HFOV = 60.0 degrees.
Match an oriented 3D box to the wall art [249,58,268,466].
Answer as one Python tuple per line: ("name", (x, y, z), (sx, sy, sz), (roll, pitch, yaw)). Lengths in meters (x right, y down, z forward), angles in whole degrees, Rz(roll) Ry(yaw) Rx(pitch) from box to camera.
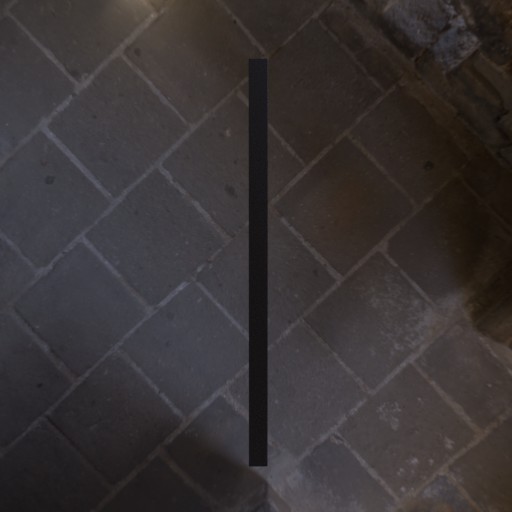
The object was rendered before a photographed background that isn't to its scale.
("wall art", (0.000, 0.000, 1.405), (0.038, 1.062, 0.806), (0, 92, 0))
